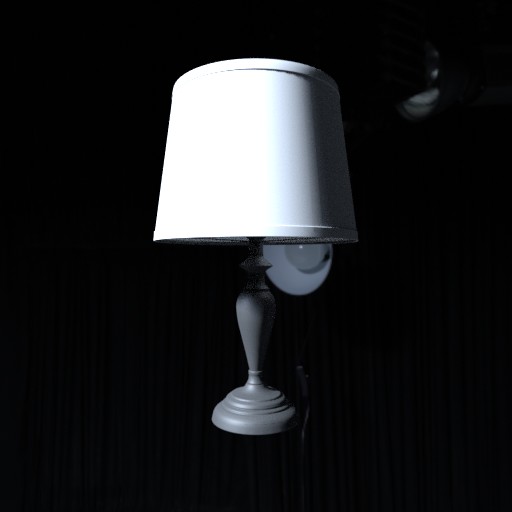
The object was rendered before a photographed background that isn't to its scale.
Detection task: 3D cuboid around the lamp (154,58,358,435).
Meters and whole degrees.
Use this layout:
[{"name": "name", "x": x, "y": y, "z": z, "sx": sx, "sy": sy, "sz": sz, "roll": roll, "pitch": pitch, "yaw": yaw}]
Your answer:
[{"name": "lamp", "x": 0.000, "y": 0.000, "z": 0.688, "sx": 0.310, "sy": 0.501, "sz": 0.310, "roll": 0, "pitch": -1, "yaw": 0}]
